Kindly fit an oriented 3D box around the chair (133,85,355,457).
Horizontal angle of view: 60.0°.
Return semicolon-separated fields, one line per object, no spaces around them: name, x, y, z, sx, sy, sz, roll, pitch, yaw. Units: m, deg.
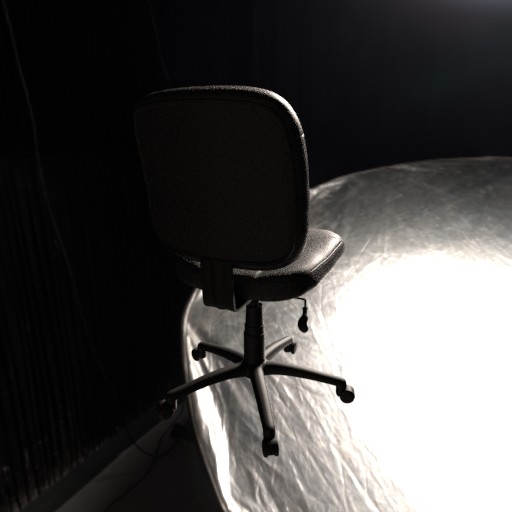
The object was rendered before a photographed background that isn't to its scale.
chair;0.000;0.000;1.394;0.647;0.959;0.646;8;18;26
